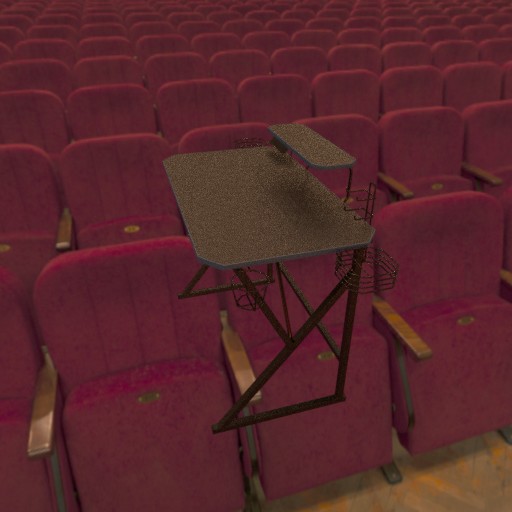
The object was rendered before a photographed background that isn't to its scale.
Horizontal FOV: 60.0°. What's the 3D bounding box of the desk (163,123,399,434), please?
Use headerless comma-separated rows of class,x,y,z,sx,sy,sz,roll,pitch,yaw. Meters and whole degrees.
desk,0.000,0.000,1.813,0.594,0.909,1.295,-9,32,-14
